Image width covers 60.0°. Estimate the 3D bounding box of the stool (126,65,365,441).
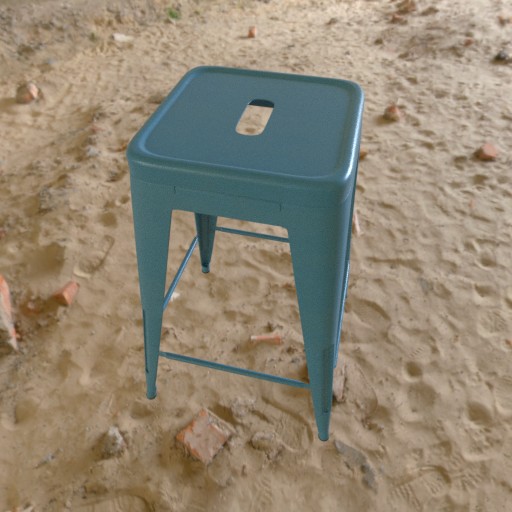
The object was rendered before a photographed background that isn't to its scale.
[{"bbox_3d":[0.000,0.000,0.875,0.410,0.608,0.410,10,47,10],"label":"stool"}]
